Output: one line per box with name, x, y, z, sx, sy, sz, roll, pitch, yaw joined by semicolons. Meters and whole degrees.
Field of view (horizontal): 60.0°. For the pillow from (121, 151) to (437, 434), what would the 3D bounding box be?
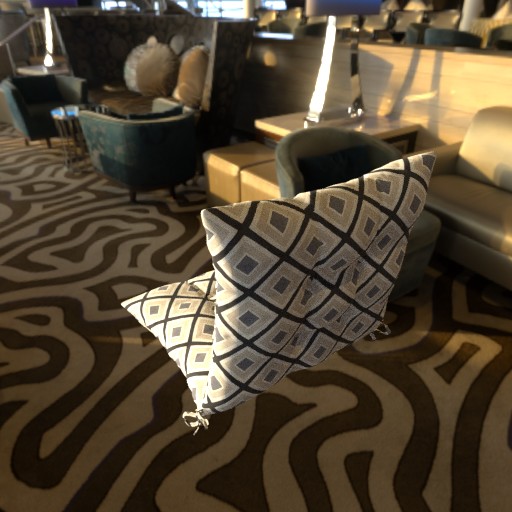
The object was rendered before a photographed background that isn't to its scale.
pillow;0.000;0.000;1.025;0.541;0.536;0.585;-18;35;-29
